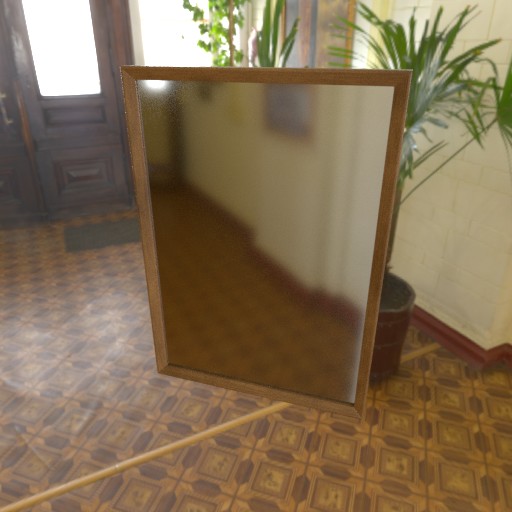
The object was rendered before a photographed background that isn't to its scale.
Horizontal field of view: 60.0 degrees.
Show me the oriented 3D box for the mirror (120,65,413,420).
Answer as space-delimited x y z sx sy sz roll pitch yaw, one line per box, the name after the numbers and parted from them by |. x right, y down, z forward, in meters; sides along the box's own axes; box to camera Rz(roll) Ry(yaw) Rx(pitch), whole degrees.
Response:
0.000 0.000 0.907 0.508 0.711 0.039 8 27 16 | mirror
